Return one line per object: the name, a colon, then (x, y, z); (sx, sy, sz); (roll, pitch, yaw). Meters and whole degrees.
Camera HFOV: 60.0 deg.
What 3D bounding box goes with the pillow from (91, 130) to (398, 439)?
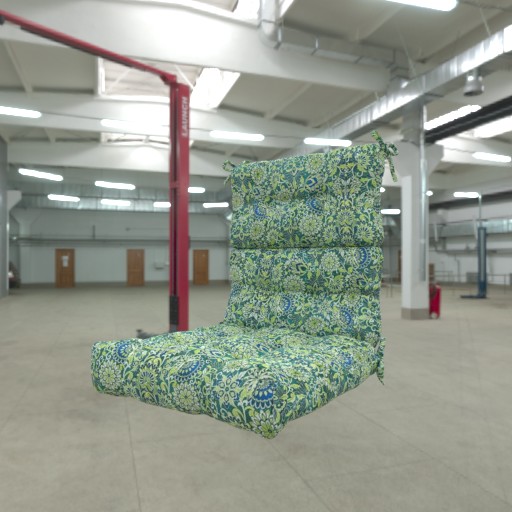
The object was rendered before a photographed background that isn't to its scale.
pillow: (0.000, 0.000, 1.021); (0.519, 0.605, 0.571); (0, -1, 36)
